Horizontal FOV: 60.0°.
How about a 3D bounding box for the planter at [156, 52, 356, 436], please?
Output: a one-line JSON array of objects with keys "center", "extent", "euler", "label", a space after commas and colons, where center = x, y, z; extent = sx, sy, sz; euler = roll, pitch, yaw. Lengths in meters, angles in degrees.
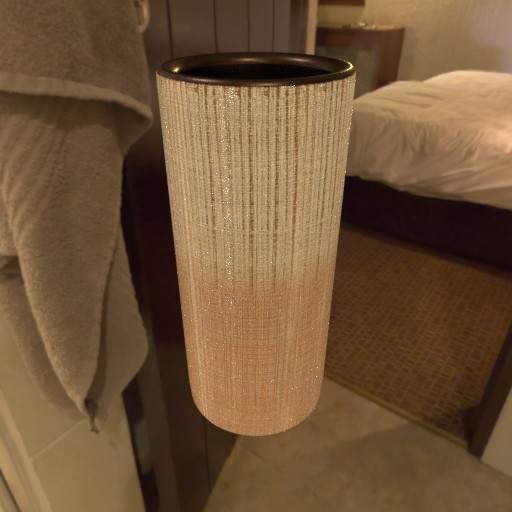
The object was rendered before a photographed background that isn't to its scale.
[{"center": [0.000, 0.000, 0.282], "extent": [0.100, 0.227, 0.100], "euler": [0, 31, 0], "label": "planter"}]
